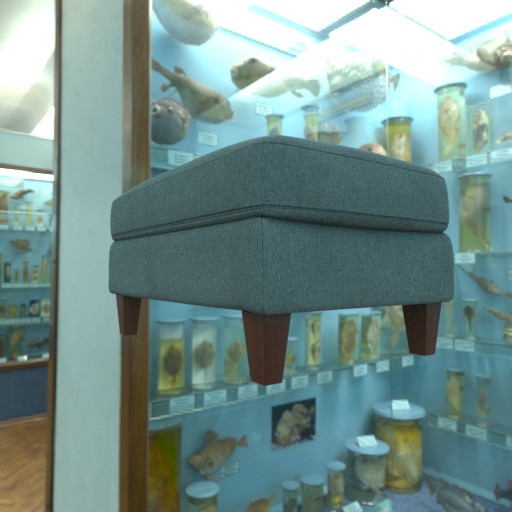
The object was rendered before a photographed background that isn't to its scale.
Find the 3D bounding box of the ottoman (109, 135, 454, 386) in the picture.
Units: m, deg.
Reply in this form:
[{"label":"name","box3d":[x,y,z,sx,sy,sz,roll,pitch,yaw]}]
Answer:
[{"label":"ottoman","box3d":[0.000,0.000,1.239,0.584,0.483,0.864,1,-2,-35]}]
